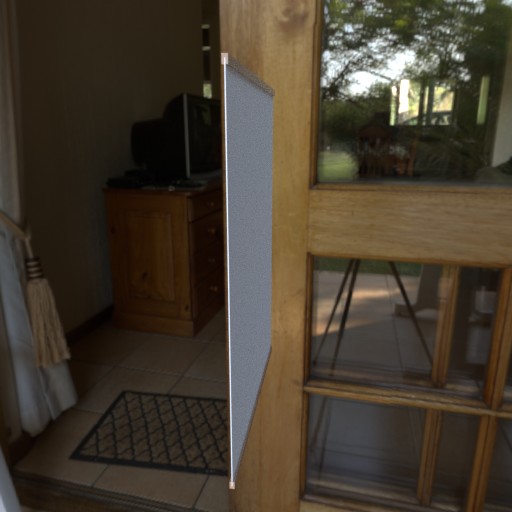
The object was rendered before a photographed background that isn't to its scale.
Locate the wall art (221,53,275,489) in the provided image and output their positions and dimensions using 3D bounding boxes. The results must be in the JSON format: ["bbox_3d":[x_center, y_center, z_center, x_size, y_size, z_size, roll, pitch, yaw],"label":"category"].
[{"bbox_3d":[0.000,0.000,1.349,0.013,1.016,0.758,2,16,9],"label":"wall art"}]
